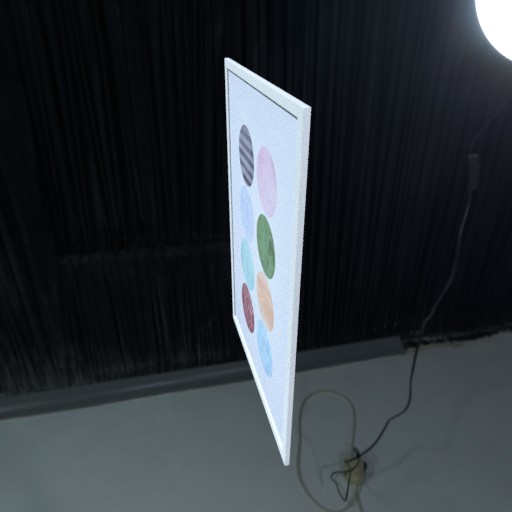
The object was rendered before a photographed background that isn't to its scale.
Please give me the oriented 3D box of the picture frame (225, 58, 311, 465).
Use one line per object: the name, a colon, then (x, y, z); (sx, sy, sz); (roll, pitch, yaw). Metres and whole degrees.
picture frame: (0.000, 0.000, 1.234); (0.013, 0.940, 0.659); (-8, 32, -13)
